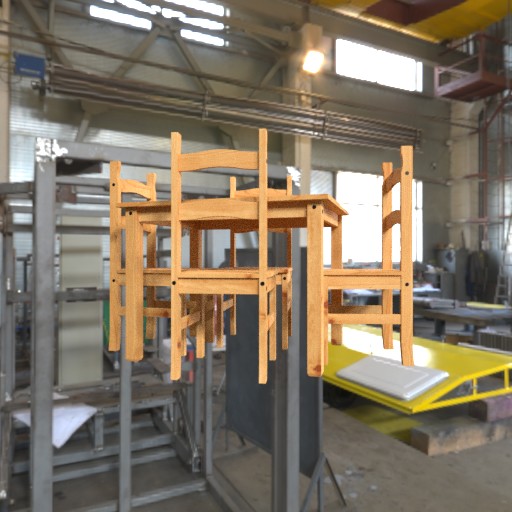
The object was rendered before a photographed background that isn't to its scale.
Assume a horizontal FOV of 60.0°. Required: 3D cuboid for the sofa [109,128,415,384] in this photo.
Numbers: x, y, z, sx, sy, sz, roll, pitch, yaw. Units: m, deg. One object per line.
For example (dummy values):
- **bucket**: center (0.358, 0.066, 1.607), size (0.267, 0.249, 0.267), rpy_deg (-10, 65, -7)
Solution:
- **sofa**: center (0.000, 0.000, 2.273), size (1.529, 1.000, 1.144), rpy_deg (0, 0, 18)
